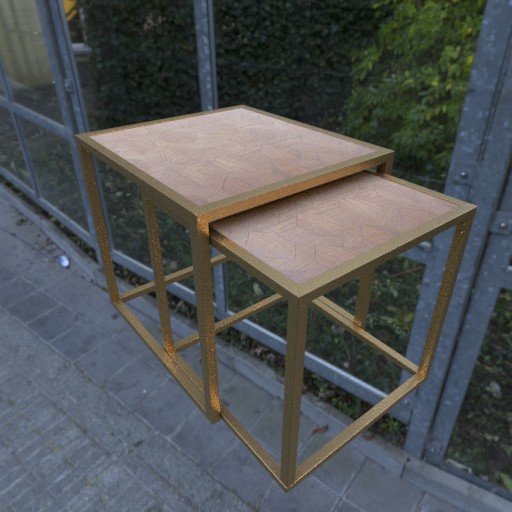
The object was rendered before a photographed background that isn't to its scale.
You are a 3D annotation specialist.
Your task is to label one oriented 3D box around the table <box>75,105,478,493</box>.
[{"bbox_3d":[0.000,0.000,1.068,0.505,0.505,0.762,-23,38,-32],"label":"table"}]
